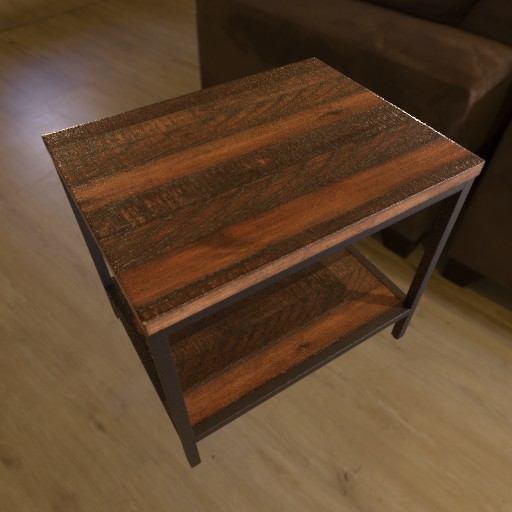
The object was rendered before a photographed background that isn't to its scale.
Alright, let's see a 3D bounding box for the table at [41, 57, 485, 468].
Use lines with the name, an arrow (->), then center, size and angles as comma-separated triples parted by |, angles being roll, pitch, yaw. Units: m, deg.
table -> 0.000, 0.000, 1.075 | 0.678, 0.612, 0.524 | -25, 52, -21
